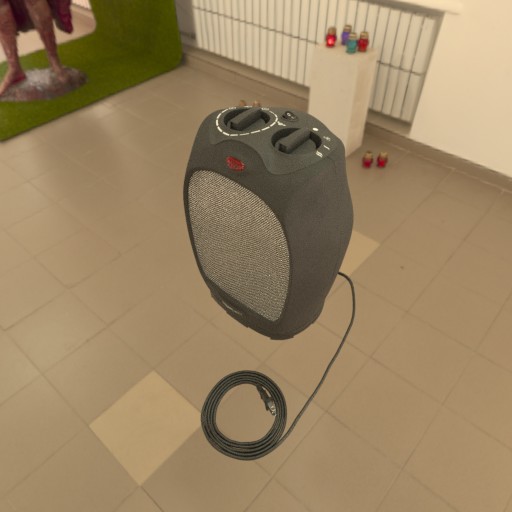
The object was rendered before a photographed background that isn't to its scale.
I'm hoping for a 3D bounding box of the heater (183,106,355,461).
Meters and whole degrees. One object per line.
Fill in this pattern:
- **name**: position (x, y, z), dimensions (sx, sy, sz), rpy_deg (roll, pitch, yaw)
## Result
- **heater**: position (0.000, 0.000, 0.477), dimensions (0.239, 0.255, 0.291), rpy_deg (32, 53, 28)
